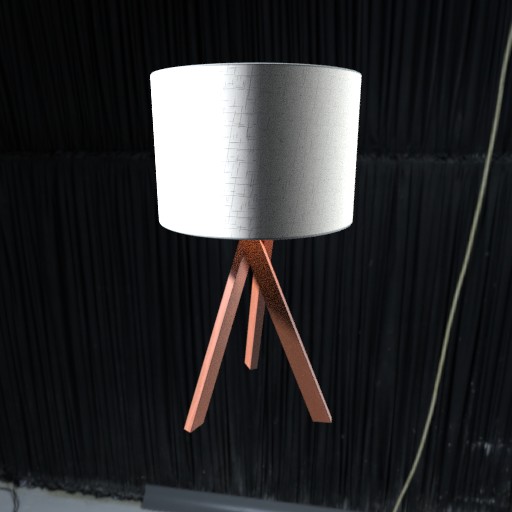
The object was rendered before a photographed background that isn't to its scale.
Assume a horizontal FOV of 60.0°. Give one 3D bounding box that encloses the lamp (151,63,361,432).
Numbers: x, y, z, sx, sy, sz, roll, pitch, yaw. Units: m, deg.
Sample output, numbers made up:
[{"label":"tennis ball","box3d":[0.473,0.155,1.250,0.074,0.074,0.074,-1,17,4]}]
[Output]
[{"label":"lamp","box3d":[0.000,0.000,0.913,0.380,0.686,0.380,3,16,9]}]
